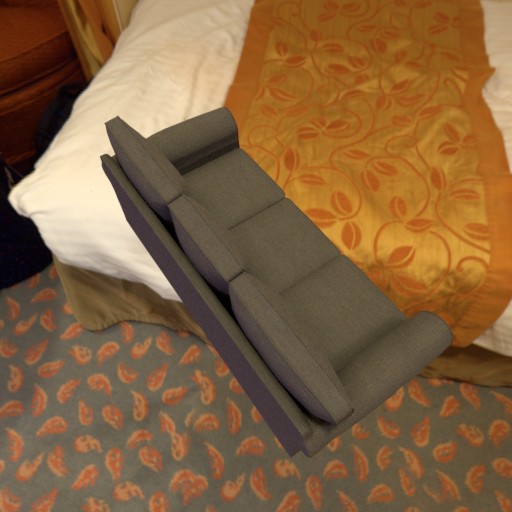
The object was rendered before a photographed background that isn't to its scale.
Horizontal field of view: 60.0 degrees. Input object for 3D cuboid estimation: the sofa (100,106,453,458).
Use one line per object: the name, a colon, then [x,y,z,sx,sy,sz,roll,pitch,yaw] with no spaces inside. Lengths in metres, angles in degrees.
sofa: [0.000,0.000,2.576,0.909,0.966,2.084,-31,62,-18]
